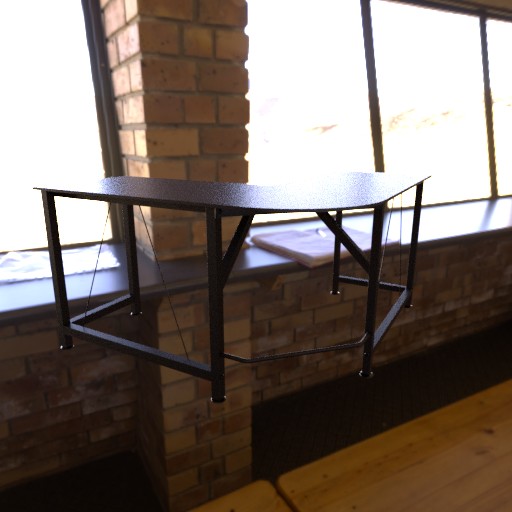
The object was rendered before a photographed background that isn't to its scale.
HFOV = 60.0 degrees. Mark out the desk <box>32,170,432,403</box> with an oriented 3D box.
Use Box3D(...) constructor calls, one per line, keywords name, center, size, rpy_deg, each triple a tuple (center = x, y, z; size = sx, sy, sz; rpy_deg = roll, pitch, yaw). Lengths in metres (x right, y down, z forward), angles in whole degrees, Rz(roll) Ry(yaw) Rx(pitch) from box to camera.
Box3D(name="desk", center=(0.000, 0.000, 2.245), size=(1.400, 0.762, 1.400), rpy_deg=(9, 18, 28))
